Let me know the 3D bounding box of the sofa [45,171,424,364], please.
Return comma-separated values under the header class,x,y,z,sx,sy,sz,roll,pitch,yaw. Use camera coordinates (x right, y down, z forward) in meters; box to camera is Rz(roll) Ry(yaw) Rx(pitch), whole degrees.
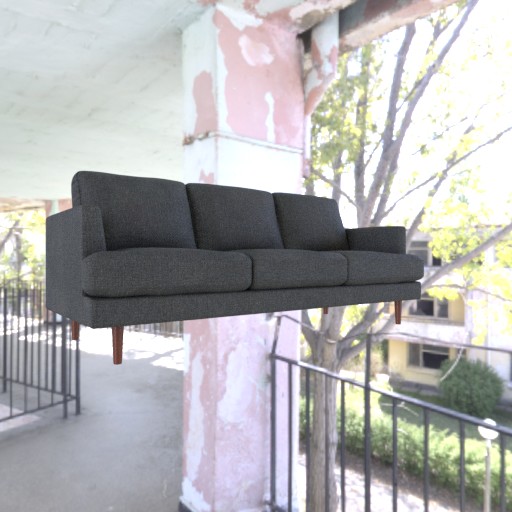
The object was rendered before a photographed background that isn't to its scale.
class,x,y,z,sx,sy,sz,roll,pitch,yaw
sofa,0.000,0.000,2.729,2.246,0.930,0.903,0,0,-36
